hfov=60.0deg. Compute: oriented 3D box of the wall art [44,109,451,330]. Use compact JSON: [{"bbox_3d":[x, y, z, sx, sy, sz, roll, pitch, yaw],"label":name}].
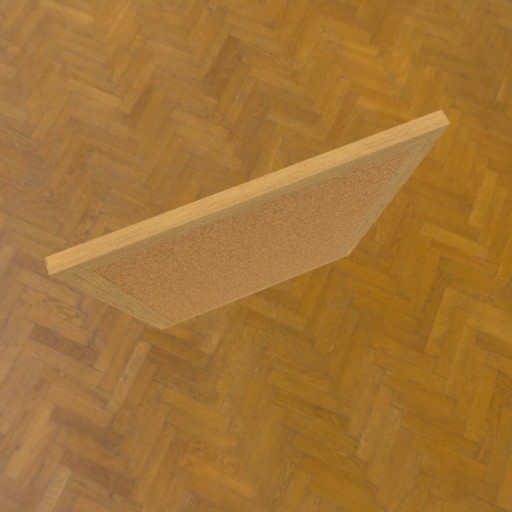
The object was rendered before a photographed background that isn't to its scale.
[{"bbox_3d":[0.000,0.000,0.744,0.460,0.561,0.020,-21,76,-6],"label":"wall art"}]
